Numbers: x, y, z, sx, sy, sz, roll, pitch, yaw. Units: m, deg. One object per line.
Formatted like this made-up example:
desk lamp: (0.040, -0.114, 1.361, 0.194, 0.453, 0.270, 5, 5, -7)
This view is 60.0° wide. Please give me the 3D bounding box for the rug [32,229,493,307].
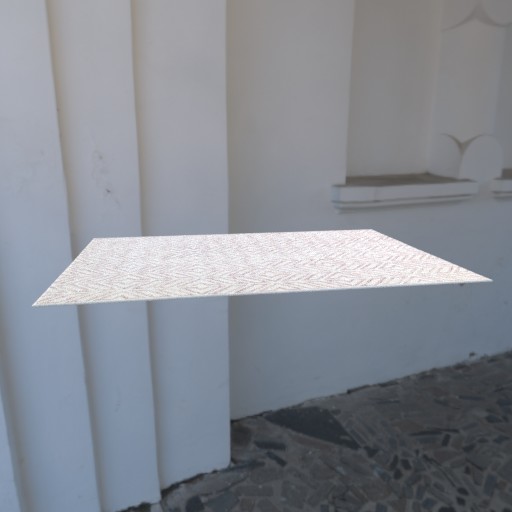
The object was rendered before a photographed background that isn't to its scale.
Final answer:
rug: (0.000, 0.000, 2.309, 1.828, 0.007, 1.220, -2, 14, -10)
